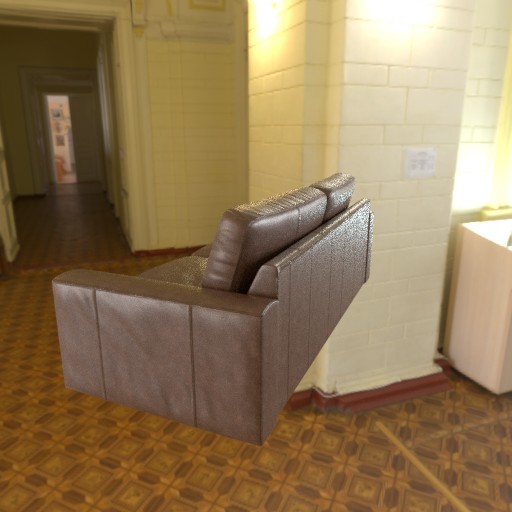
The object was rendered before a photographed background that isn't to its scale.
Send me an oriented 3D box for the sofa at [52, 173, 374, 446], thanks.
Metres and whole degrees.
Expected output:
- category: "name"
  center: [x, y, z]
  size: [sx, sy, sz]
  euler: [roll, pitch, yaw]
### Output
- category: "sofa"
  center: [0.000, 0.000, 2.671]
  size: [1.016, 0.873, 2.179]
  euler: [7, 17, 23]
